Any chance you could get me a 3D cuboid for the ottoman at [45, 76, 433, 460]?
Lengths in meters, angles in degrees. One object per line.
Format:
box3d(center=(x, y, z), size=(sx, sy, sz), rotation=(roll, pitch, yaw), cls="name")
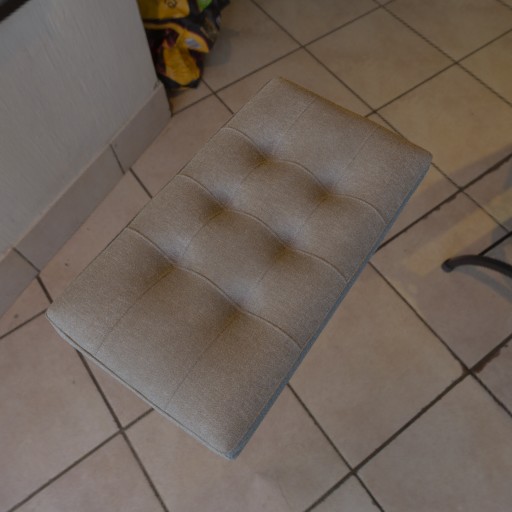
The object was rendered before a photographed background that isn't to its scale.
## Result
box3d(center=(0.000, 0.000, 1.493), size=(0.648, 0.514, 1.143), rotation=(33, 68, 15), cls="ottoman")
